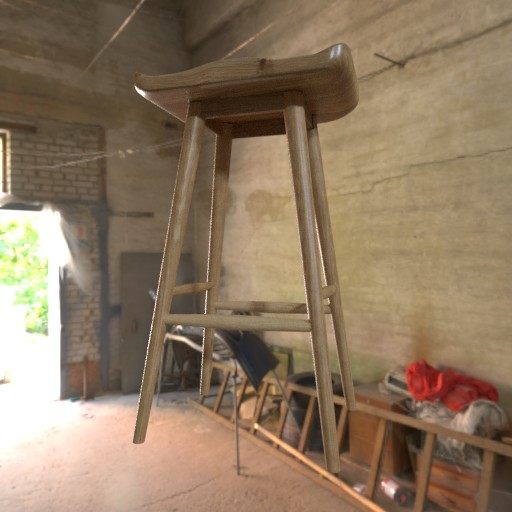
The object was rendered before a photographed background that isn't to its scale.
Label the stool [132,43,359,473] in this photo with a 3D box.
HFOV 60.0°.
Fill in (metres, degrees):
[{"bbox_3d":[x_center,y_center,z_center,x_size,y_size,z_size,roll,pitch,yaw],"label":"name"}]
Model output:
[{"bbox_3d":[0.000,0.000,0.918,0.407,0.698,0.322,0,0,18],"label":"stool"}]
